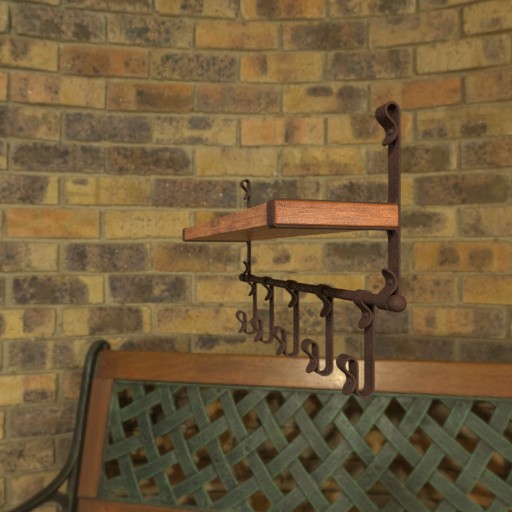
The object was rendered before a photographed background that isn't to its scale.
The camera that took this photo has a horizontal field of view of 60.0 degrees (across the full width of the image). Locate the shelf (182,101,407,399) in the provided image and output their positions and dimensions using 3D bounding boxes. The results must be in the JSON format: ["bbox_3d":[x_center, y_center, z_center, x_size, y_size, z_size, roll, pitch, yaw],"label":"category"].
[{"bbox_3d":[0.000,0.000,0.702,0.146,0.330,0.567,0,0,-19],"label":"shelf"}]
